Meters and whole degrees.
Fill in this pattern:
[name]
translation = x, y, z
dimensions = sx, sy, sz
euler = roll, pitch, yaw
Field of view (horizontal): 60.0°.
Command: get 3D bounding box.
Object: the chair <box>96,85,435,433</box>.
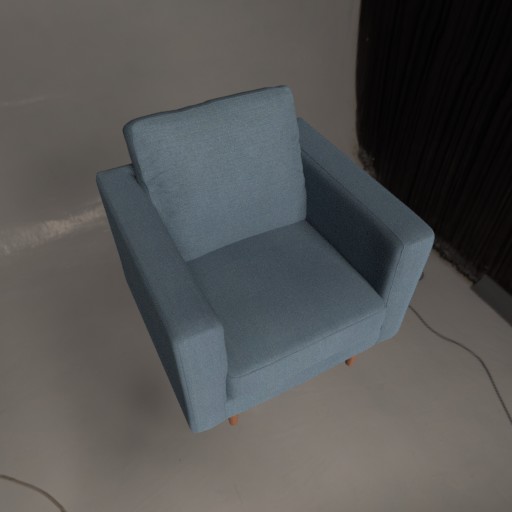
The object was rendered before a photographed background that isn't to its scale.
[chair]
translation = 0.000, 0.000, 1.588
dimensions = 0.855, 0.922, 0.820
euler = -21, 49, -19
